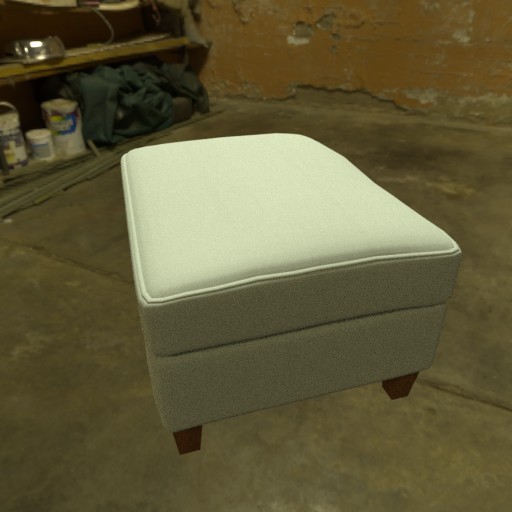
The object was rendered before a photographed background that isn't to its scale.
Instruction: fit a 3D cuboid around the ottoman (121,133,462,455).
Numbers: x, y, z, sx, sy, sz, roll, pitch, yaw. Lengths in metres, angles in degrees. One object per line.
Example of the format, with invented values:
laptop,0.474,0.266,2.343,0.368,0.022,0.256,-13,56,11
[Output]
ottoman,0.000,0.000,1.199,0.634,0.496,0.818,-9,32,-14
